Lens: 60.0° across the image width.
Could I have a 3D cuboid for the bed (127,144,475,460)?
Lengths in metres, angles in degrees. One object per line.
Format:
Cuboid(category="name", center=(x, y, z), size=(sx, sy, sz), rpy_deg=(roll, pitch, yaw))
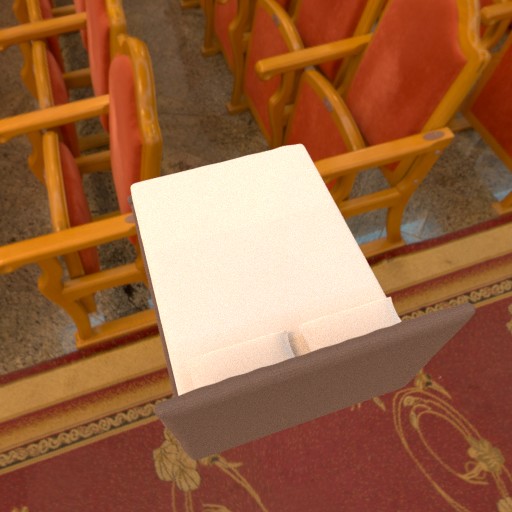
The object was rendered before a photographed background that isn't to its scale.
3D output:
Cuboid(category="bed", center=(0.000, 0.000, 3.287), size=(1.696, 1.426, 2.233), rpy_deg=(-16, 59, -10))
